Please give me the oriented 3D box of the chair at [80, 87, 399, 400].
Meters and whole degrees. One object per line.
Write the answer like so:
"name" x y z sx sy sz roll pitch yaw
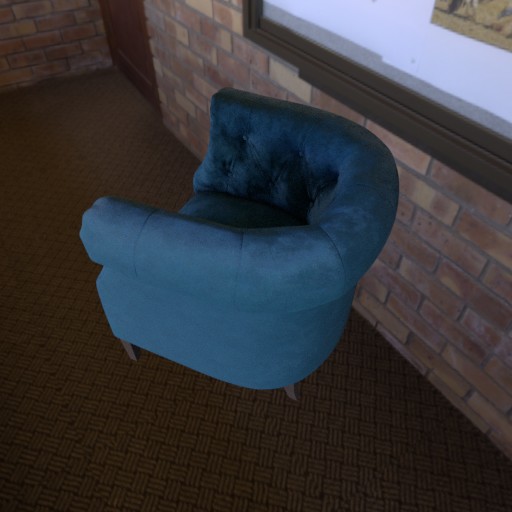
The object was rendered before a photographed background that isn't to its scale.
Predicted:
"chair" 0.000 0.000 1.593 0.851 0.826 0.904 18 49 16
